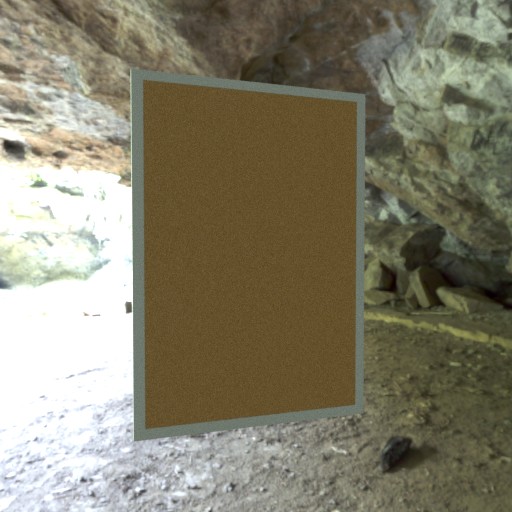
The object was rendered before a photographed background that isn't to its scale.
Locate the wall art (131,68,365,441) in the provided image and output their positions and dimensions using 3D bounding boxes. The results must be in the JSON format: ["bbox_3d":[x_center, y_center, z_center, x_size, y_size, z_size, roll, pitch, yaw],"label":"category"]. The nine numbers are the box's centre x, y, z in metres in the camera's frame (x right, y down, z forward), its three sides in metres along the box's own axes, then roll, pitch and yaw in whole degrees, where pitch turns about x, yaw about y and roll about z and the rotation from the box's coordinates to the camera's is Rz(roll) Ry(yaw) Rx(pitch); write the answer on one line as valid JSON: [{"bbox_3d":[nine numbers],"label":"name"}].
[{"bbox_3d":[0.000,0.000,0.563,0.303,0.433,0.013,0,2,-17],"label":"wall art"}]
